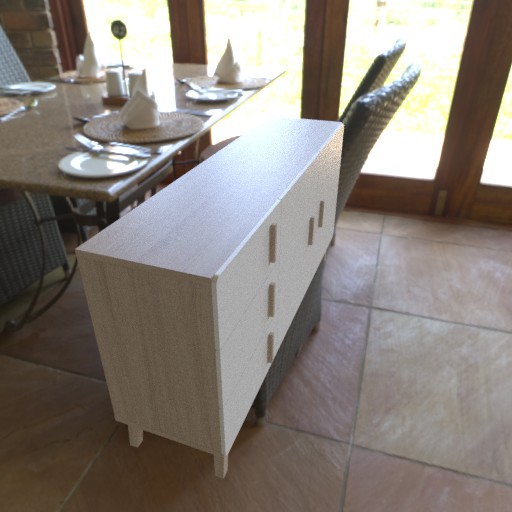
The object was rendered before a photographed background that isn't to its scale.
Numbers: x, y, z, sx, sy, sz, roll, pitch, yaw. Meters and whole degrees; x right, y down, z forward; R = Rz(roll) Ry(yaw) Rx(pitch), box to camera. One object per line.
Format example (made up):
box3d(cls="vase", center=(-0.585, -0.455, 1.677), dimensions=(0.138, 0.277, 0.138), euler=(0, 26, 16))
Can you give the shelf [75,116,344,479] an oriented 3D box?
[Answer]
box3d(cls="shelf", center=(0.000, 0.000, 1.834), dimensions=(0.400, 0.780, 1.490), euler=(11, 32, 18))
